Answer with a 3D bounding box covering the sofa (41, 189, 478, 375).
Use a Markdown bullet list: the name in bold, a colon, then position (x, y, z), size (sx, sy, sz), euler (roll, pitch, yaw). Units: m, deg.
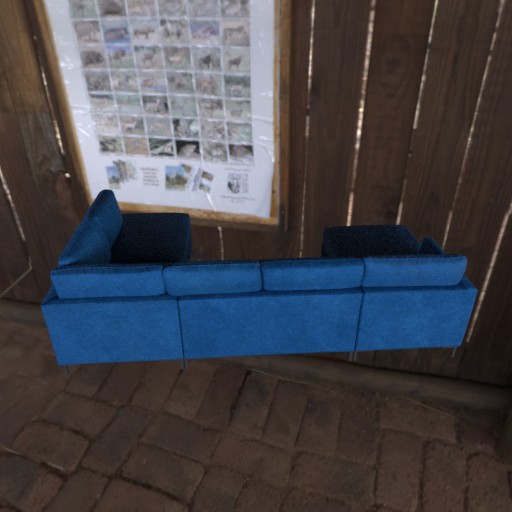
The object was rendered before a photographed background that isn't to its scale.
- **sofa**: position (0.000, 0.000, 4.409), size (3.434, 0.992, 2.055), euler (-2, 30, -3)
